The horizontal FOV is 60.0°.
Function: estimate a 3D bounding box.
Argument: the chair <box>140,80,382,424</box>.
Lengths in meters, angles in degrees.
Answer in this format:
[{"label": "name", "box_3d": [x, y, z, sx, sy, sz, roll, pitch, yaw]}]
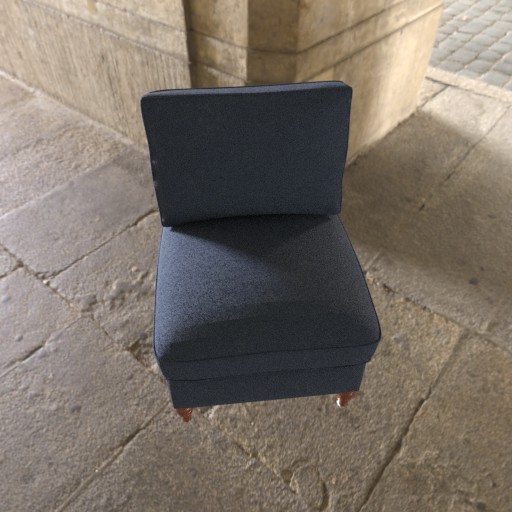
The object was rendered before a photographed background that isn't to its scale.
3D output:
[{"label": "chair", "box_3d": [0.000, 0.000, 1.652, 0.724, 1.052, 0.912, -4, 46, -4]}]
